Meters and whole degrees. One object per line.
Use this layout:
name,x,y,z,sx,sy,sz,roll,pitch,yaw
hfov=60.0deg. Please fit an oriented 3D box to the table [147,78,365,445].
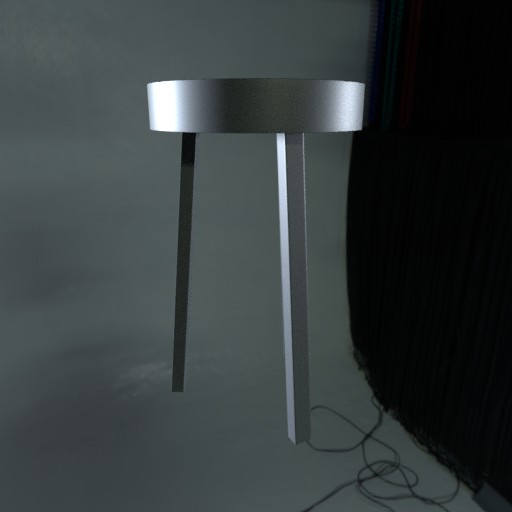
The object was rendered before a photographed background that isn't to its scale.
table,0.000,0.000,0.955,0.406,0.686,0.406,-9,20,-26
